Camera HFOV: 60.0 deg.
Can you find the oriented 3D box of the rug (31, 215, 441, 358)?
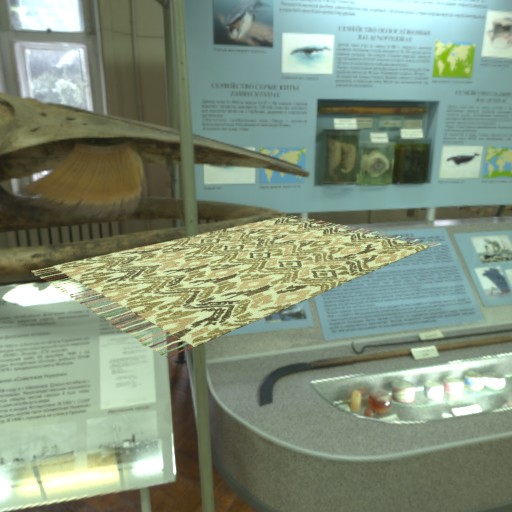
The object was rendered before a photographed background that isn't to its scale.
[{"bbox_3d":[0.000,0.000,3.028,2.438,0.008,1.524,-16,23,-42],"label":"rug"}]
